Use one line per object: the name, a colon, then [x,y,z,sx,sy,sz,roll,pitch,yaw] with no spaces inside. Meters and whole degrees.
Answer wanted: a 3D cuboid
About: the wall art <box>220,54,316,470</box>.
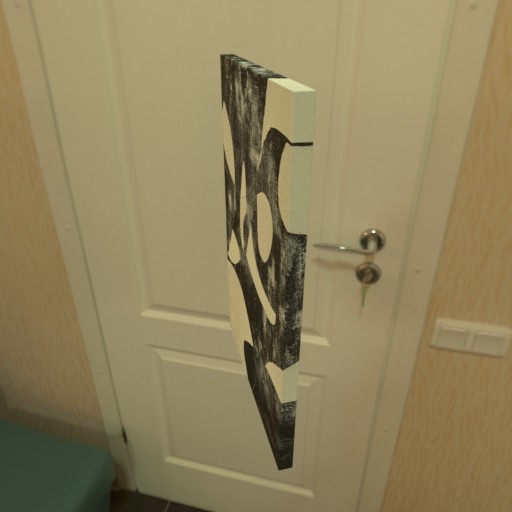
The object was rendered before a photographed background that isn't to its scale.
wall art: [0.000,0.000,1.161,0.041,0.915,0.610,-7,30,-13]
